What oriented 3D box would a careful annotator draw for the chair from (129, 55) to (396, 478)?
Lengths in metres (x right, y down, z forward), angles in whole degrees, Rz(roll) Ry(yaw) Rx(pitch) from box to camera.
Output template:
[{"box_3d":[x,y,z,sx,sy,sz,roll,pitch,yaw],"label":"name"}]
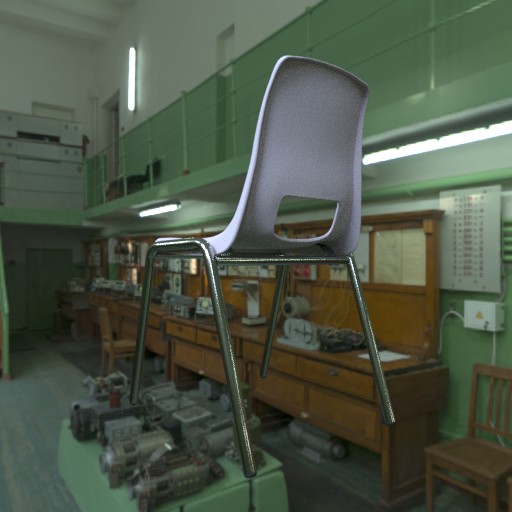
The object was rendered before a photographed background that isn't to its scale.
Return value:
[{"box_3d":[0.000,0.000,0.919,0.381,0.653,0.436,0,0,-37],"label":"chair"}]
